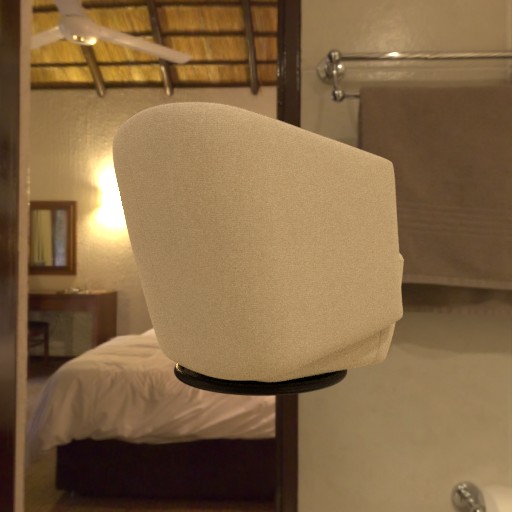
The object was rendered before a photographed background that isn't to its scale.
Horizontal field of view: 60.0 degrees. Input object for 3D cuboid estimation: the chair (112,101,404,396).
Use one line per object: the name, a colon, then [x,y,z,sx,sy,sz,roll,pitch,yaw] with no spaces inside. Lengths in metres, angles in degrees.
chair: [0.000,0.000,1.652,0.986,0.861,0.822,0,-1,-34]
